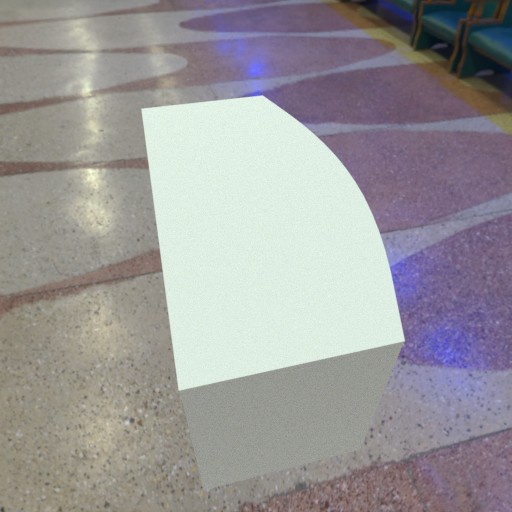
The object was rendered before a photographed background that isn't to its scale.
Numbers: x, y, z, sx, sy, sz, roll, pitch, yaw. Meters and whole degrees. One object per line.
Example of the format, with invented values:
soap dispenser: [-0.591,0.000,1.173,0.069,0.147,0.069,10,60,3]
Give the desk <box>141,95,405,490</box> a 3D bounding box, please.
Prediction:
desk: [0.000,0.000,2.020,0.802,0.750,1.600,-10,45,-10]
